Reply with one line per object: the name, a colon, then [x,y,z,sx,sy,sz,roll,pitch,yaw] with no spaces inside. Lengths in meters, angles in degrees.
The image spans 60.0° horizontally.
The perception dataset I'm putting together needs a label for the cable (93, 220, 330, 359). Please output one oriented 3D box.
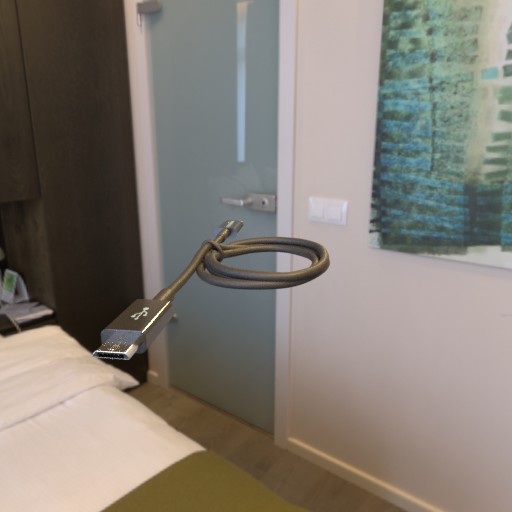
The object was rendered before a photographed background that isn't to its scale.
cable: [0.000,0.000,0.210,0.070,0.014,0.192,2,16,7]
